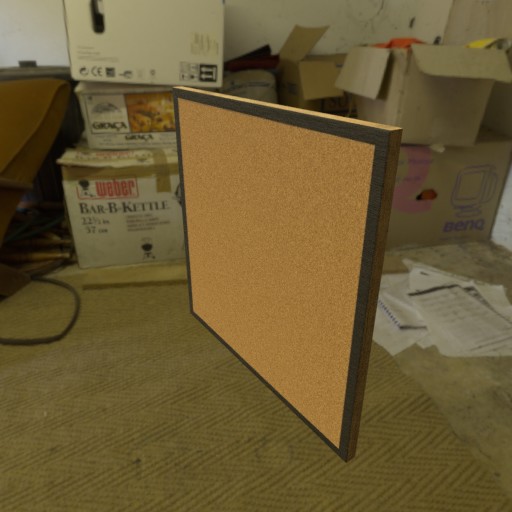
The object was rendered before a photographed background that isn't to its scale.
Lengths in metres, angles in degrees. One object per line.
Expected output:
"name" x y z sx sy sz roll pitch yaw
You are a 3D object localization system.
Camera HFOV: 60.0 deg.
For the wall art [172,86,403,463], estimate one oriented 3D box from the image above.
"wall art" 0.000 0.000 1.043 0.029 0.691 0.695 -18 32 -31
